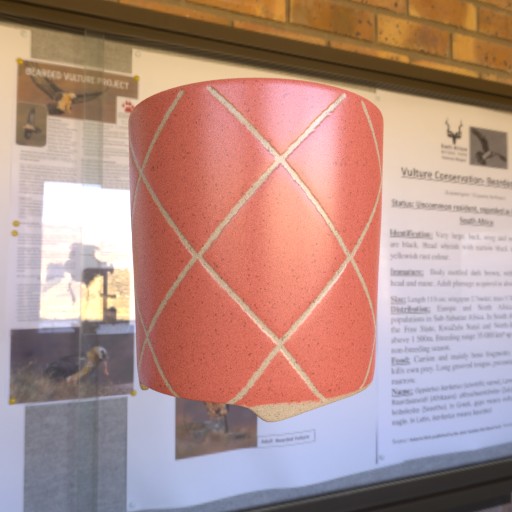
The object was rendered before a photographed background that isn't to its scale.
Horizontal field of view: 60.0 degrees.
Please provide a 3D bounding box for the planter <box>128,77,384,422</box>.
[{"bbox_3d":[0.000,0.000,0.407,0.227,0.235,0.227,0,-2,0],"label":"planter"}]
